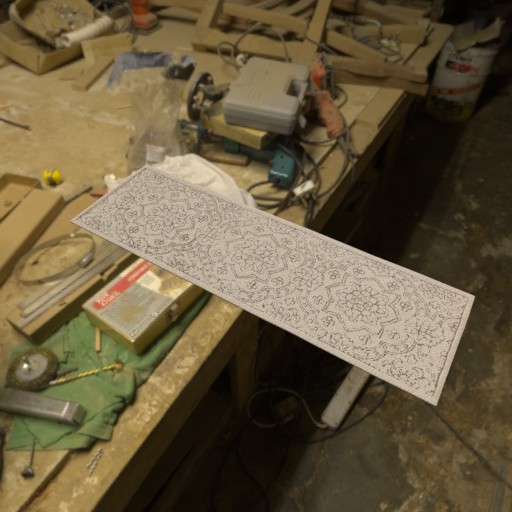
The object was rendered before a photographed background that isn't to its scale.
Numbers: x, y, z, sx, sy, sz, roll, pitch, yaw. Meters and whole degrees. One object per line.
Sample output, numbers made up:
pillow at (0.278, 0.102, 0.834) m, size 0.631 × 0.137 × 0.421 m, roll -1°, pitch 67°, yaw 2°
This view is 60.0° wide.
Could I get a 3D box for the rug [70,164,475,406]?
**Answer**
rug at (0.000, 0.000, 2.726) m, size 2.448 × 0.012 × 0.769 m, roll 24°, pitch 51°, yaw 21°
